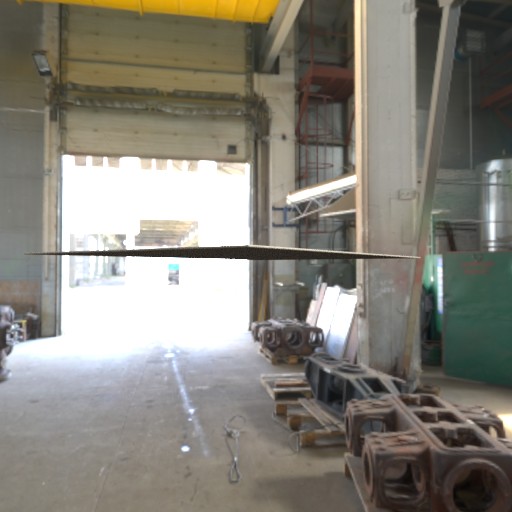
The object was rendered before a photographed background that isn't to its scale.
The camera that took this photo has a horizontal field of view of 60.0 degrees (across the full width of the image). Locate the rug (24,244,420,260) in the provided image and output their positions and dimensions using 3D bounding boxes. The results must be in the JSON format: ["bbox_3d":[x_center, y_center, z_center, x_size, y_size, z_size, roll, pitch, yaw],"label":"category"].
[{"bbox_3d":[0.000,0.000,2.354,1.220,0.007,1.828,-1,-2,35],"label":"rug"}]
